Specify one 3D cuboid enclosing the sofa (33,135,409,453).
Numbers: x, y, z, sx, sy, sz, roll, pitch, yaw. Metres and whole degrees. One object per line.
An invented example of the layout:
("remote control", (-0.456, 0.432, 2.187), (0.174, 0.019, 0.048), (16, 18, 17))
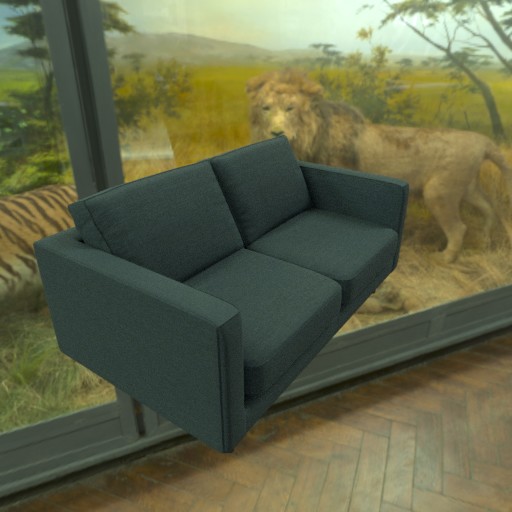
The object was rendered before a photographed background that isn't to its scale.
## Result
("sofa", (0.000, 0.000, 2.210), (0.999, 0.907, 1.659), (18, 32, 31))
